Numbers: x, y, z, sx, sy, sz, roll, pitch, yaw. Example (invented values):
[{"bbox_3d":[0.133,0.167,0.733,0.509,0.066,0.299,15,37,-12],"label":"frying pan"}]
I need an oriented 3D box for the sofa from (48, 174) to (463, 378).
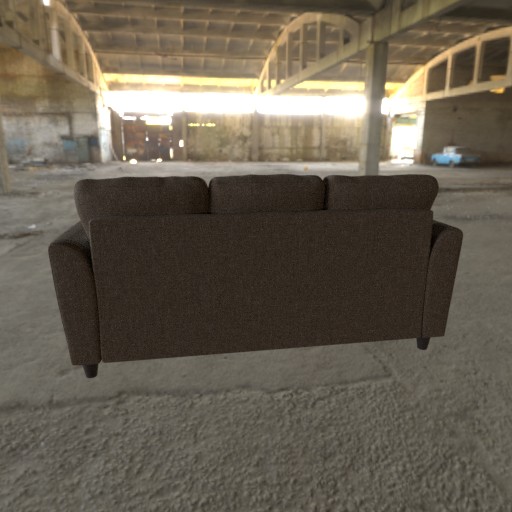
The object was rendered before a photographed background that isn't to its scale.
[{"bbox_3d":[0.000,0.000,2.365,1.847,0.891,0.837,-2,14,-10],"label":"sofa"}]
